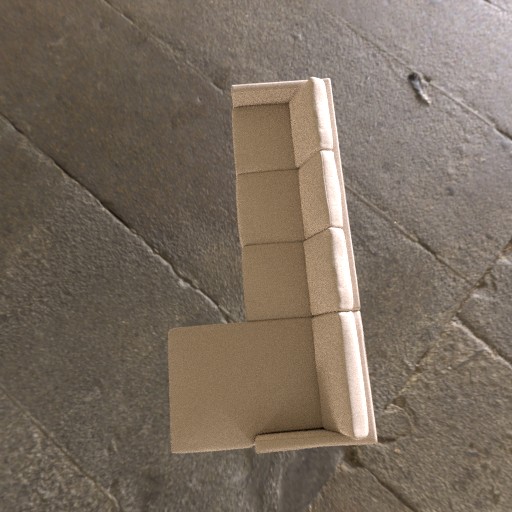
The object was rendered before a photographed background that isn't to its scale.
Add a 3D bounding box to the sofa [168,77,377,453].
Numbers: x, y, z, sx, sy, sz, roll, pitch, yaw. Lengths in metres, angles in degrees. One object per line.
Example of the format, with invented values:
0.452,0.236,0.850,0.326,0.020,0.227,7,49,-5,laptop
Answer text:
0.000,0.000,3.944,1.625,0.861,3.186,-4,76,-1,sofa
